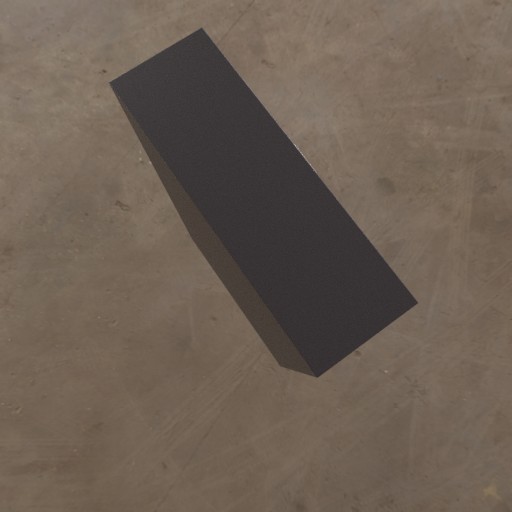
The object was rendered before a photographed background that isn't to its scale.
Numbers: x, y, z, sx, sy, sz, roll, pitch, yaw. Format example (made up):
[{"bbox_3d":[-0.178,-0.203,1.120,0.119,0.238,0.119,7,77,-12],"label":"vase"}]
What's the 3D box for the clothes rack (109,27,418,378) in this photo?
[{"bbox_3d":[0.000,0.000,1.524,0.250,1.280,0.750,-34,79,-7],"label":"clothes rack"}]
